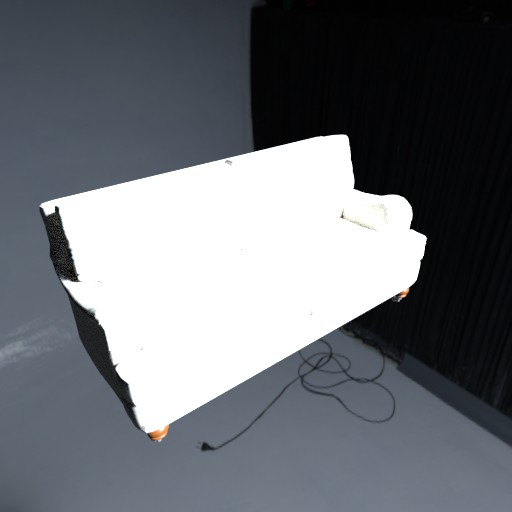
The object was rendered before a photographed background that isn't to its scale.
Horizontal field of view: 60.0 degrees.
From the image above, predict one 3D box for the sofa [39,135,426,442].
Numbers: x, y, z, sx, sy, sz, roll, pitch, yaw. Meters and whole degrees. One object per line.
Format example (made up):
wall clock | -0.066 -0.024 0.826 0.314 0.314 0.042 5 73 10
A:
sofa | 0.000 0.000 2.743 2.159 1.087 1.086 -22 37 -32
